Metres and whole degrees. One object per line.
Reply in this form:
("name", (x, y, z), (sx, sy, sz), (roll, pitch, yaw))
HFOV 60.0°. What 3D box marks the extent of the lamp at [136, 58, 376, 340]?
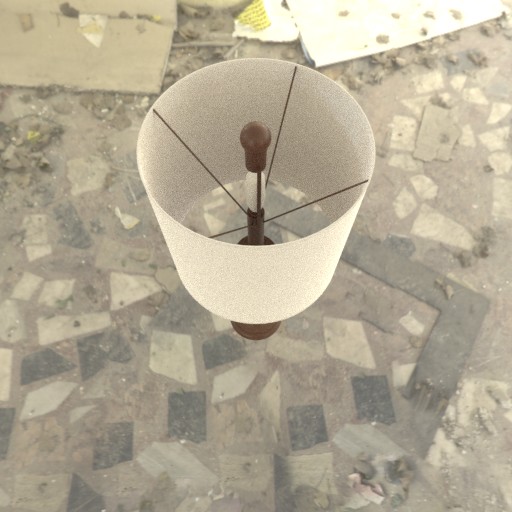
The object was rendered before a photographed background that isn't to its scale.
("lamp", (0.000, 0.000, 0.715), (0.250, 0.597, 0.250), (20, 66, 10))
